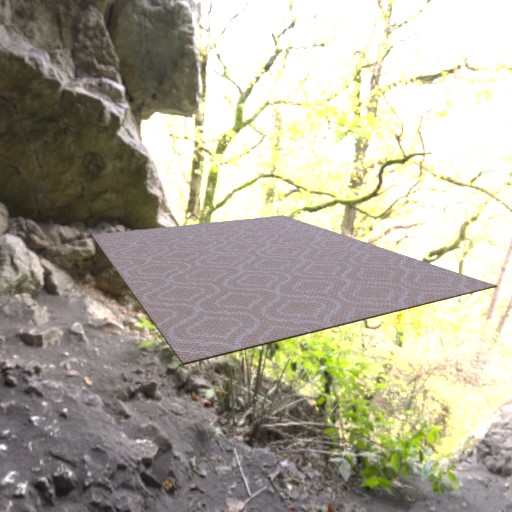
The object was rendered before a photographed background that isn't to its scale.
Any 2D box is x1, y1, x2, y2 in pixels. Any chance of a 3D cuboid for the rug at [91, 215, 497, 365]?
[{"bbox_3d":[0.000,0.000,3.809,2.286,0.013,2.894,-8,18,-26],"label":"rug"}]
